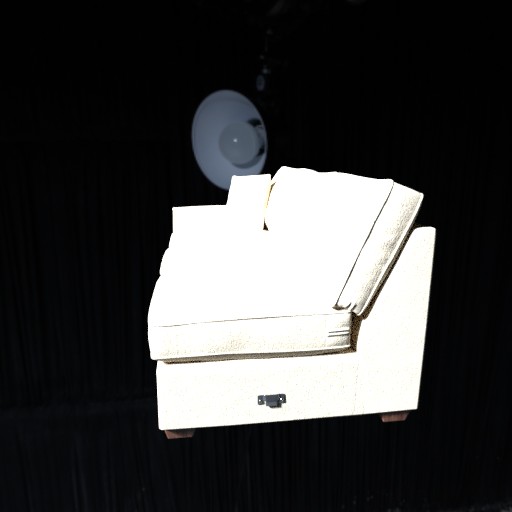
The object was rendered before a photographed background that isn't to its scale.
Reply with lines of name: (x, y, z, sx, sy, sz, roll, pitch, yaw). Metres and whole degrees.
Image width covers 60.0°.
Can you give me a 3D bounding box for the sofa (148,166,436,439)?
sofa: (0.000, 0.000, 2.483, 1.034, 0.946, 1.962, -2, 13, -8)
